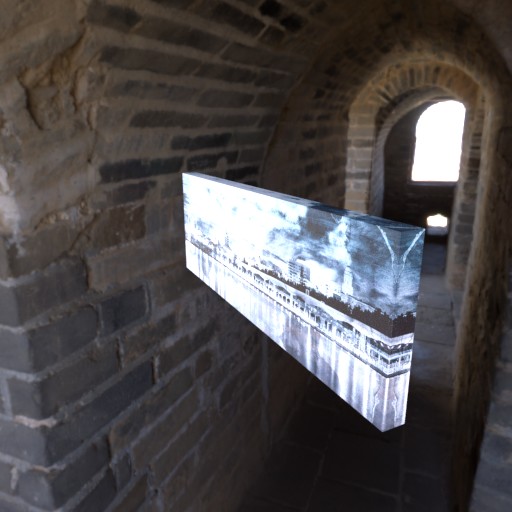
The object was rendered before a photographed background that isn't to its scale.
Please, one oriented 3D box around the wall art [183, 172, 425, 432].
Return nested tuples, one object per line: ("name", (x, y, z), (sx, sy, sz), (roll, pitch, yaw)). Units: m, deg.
("wall art", (0.000, 0.000, 0.841), (0.037, 0.251, 0.759), (-8, 18, -26))
